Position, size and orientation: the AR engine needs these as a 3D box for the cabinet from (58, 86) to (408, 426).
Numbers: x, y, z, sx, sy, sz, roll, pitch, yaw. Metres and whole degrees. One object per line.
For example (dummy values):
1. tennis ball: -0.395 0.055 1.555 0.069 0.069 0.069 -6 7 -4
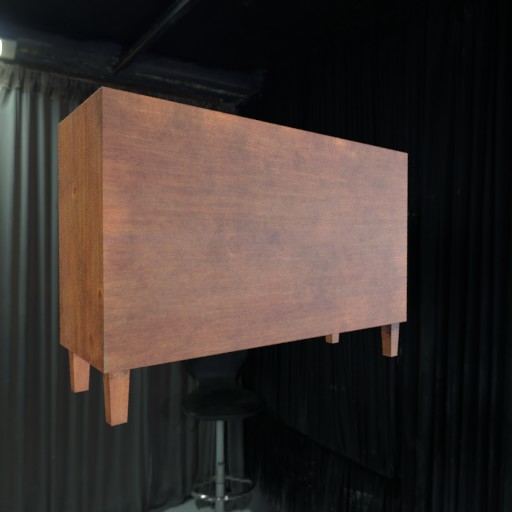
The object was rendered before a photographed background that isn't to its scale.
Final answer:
1. cabinet: 0.000 0.000 1.557 1.204 0.805 0.403 -1 1 -37
